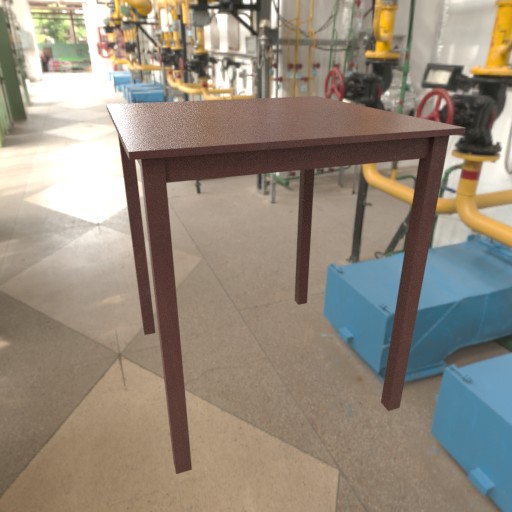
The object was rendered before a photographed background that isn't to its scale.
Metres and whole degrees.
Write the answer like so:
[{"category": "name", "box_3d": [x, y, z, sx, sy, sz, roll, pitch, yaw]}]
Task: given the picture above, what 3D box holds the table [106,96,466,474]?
[{"category": "table", "box_3d": [0.000, 0.000, 1.610, 0.861, 0.991, 0.861, -9, 27, -18]}]
